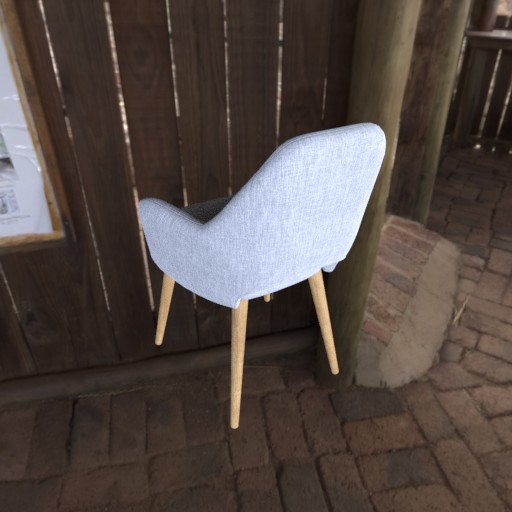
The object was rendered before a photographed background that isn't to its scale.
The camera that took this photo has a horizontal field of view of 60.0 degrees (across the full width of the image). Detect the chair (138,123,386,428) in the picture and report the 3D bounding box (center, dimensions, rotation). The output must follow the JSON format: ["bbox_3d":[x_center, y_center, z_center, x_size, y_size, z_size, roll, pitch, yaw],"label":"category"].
[{"bbox_3d":[0.000,0.000,1.248,0.590,0.840,0.610,-19,36,-28],"label":"chair"}]
